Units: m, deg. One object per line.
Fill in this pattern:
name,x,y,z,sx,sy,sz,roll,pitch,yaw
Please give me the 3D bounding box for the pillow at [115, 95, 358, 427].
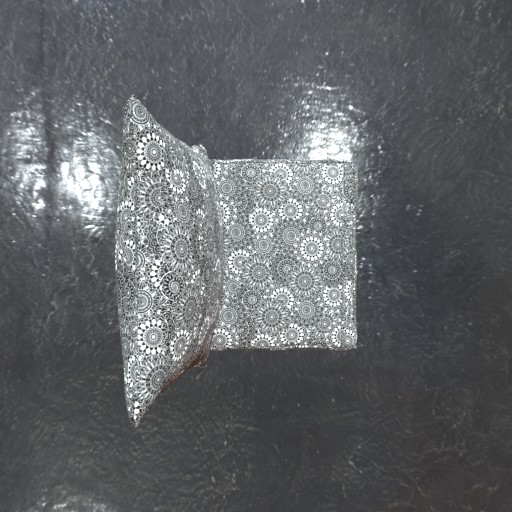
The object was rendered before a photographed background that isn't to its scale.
pillow,0.000,0.000,1.364,0.740,0.722,0.798,0,91,0
